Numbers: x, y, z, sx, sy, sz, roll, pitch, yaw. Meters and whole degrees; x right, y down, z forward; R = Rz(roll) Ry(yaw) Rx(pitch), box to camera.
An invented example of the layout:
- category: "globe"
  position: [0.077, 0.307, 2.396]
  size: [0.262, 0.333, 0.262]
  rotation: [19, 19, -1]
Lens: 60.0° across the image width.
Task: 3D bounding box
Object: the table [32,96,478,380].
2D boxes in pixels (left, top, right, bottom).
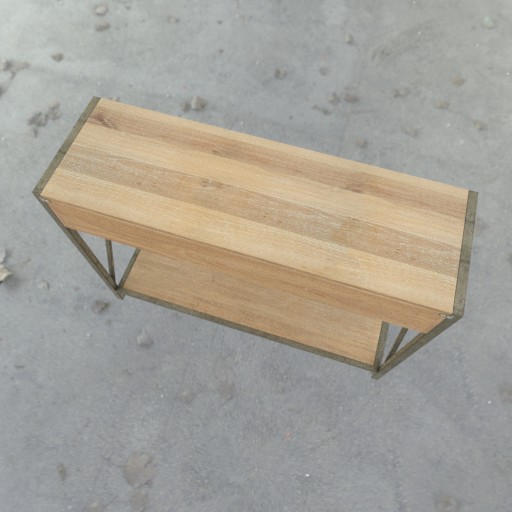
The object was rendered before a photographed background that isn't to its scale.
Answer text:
- category: "table"
  position: [0.000, 0.000, 1.449]
  size: [1.059, 0.763, 0.361]
  rotation: [16, 65, 8]
